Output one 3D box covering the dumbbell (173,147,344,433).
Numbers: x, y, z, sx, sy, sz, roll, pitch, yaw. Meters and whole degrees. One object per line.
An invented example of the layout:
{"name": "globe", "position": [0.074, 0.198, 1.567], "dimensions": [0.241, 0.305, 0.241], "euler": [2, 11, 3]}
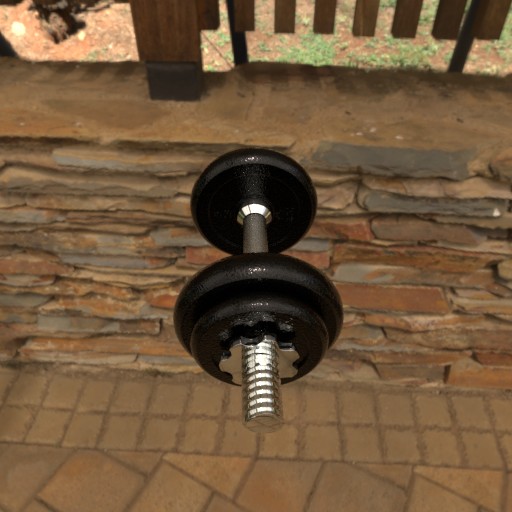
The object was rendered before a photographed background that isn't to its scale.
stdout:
{"name": "dumbbell", "position": [0.000, 0.000, 0.617], "dimensions": [0.202, 0.202, 0.497], "euler": [-1, 41, -1]}
